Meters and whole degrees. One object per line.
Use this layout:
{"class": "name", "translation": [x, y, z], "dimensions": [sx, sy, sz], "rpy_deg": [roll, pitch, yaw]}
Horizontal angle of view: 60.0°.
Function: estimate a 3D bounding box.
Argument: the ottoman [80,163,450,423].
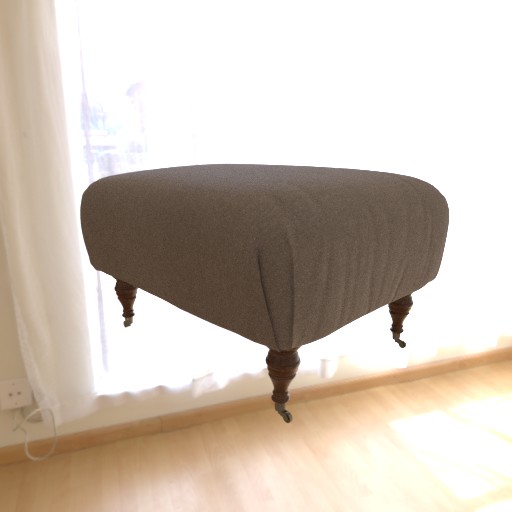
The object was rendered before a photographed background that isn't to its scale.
{"class": "ottoman", "translation": [0.000, 0.000, 1.112], "dimensions": [0.622, 0.450, 0.747], "rpy_deg": [-14, 20, -43]}
